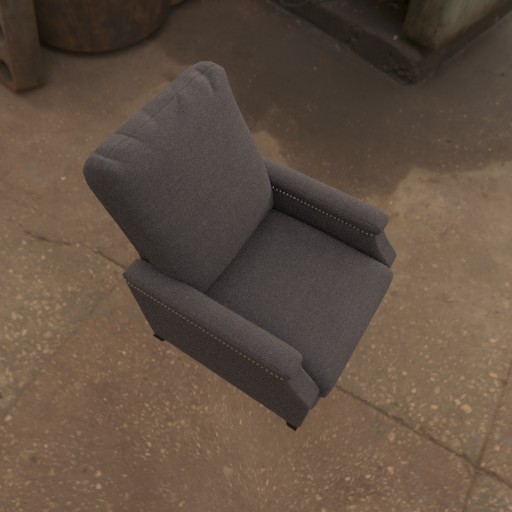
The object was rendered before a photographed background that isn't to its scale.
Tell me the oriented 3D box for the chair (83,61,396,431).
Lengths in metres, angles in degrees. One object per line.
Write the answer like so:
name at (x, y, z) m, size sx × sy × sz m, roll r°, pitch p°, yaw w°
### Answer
chair at (0.000, 0.000, 1.616) m, size 0.922 × 1.049 × 0.710 m, roll 29°, pitch 63°, yaw 16°
